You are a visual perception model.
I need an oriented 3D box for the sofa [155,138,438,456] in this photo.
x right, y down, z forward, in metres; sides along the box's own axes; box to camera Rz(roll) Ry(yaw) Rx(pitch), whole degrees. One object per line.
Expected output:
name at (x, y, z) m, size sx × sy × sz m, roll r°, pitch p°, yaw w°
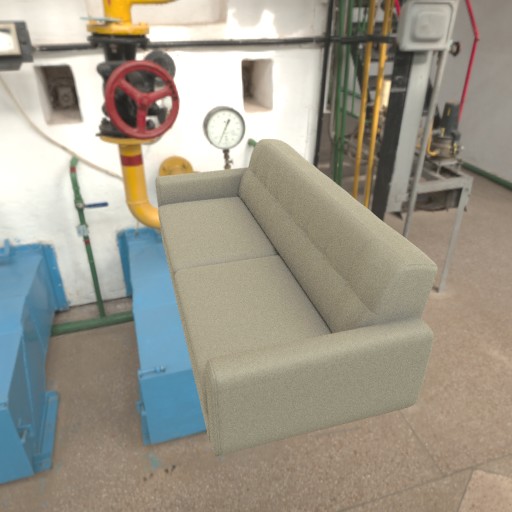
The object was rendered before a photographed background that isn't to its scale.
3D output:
sofa at (0.000, 0.000, 2.628) m, size 0.980 × 0.892 × 2.137 m, roll -8°, pitch 31°, yaw -14°
